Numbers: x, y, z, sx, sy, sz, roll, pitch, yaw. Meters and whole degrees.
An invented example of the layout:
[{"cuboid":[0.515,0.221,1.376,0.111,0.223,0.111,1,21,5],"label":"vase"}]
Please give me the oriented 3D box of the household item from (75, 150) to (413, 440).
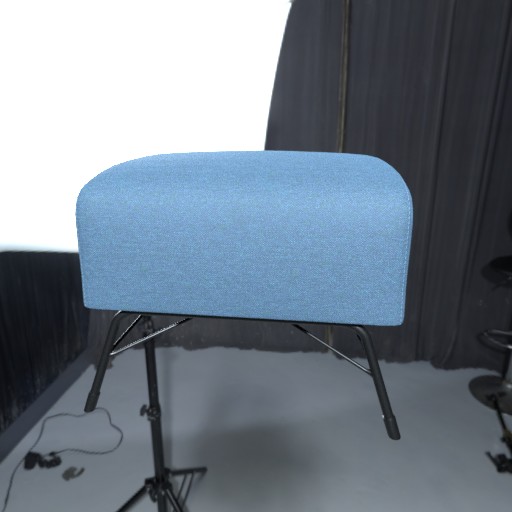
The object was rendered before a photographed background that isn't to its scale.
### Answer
[{"cuboid":[0.000,0.000,0.914,0.530,0.420,0.530,2,17,7],"label":"household item"}]
